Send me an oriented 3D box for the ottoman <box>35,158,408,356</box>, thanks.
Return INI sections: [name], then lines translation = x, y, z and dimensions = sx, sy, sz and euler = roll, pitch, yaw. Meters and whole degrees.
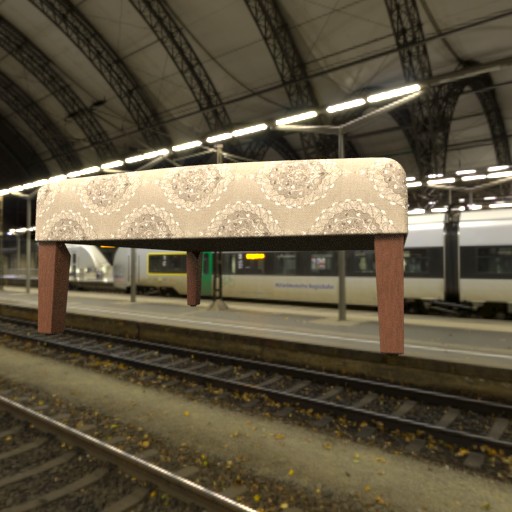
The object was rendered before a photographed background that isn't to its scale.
[ottoman]
translation = 0.000, 0.000, 1.392
dimensions = 0.890, 0.411, 0.889
euler = 0, -1, 18
